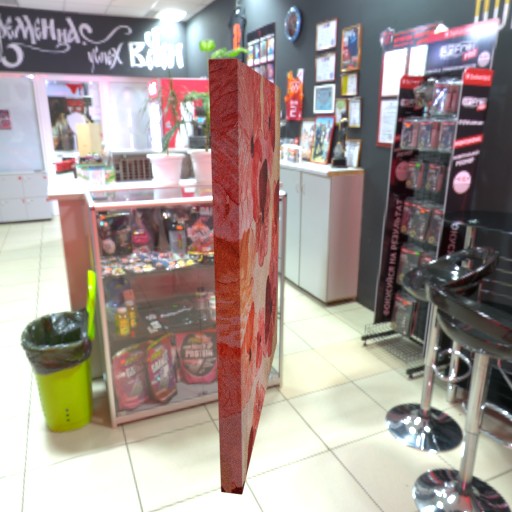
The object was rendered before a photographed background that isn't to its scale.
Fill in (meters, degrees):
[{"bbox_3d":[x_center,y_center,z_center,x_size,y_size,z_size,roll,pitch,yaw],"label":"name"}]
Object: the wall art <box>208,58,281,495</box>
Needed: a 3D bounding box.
[{"bbox_3d":[0.000,0.000,0.679,0.028,0.508,0.406,3,17,8],"label":"wall art"}]
